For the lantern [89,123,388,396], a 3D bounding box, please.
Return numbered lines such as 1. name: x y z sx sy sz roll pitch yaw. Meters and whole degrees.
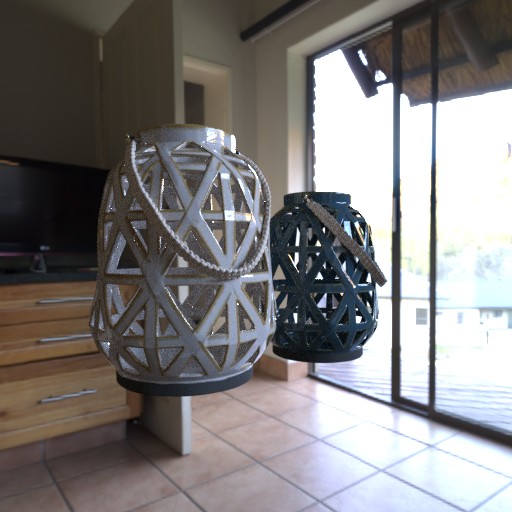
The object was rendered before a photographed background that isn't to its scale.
1. lantern: 0.000 0.000 0.626 0.439 0.307 0.245 0 1 -35
